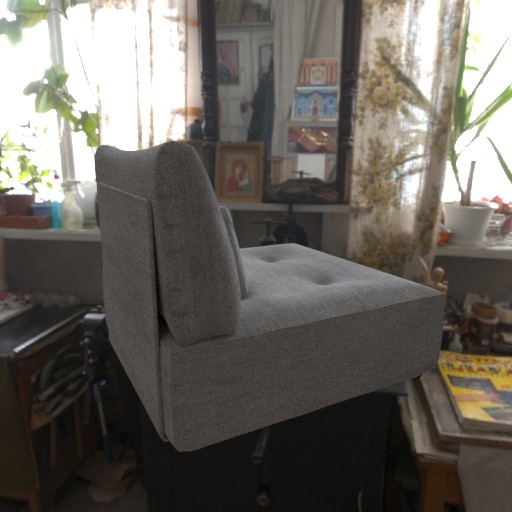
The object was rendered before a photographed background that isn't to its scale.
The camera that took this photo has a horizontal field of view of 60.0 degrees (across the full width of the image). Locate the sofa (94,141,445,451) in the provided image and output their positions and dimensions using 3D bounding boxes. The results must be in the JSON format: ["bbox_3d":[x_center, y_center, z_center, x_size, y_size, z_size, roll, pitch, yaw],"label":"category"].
[{"bbox_3d":[0.000,0.000,1.677,1.000,0.820,0.930,-7,15,-28],"label":"sofa"}]
